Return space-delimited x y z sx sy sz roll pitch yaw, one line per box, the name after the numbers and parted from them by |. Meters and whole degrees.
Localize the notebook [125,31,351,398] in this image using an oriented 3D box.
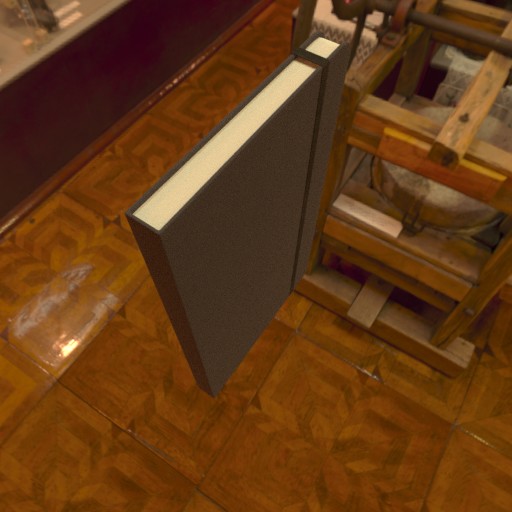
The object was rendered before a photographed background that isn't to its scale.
0.000 0.000 0.258 0.016 0.213 0.127 31 64 17 | notebook
